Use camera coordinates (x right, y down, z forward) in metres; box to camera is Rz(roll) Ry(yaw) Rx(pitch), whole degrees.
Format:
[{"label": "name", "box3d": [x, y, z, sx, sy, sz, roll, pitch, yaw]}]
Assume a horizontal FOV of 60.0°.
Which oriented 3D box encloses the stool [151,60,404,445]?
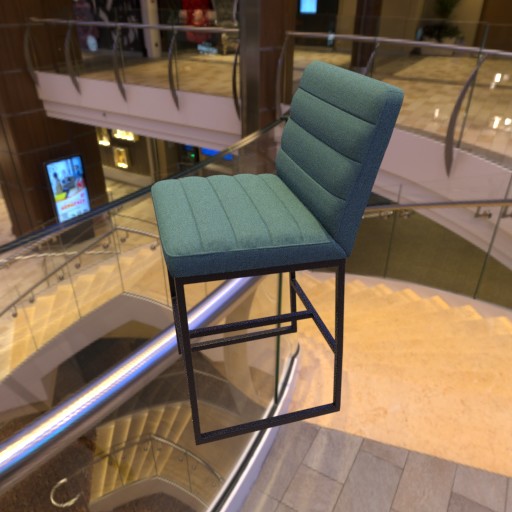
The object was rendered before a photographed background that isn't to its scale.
[{"label": "stool", "box3d": [0.000, 0.000, 1.348, 0.560, 1.040, 0.460, -8, 32, -13]}]
